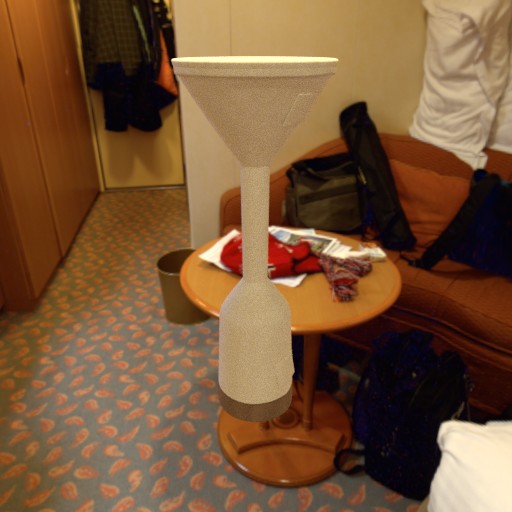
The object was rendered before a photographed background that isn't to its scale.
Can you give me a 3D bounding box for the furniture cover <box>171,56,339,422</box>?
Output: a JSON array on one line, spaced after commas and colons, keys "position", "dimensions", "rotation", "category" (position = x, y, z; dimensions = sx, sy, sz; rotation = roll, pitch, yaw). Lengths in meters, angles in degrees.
[{"position": [0.000, 0.000, 2.958], "dimensions": [0.914, 2.413, 0.914], "rotation": [17, 30, 31], "category": "furniture cover"}]
